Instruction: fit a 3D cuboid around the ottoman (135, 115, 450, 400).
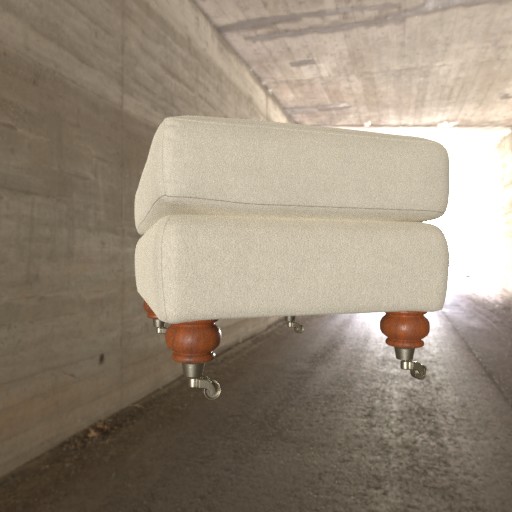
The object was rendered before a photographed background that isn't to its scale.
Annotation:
[{"bbox_3d":[0.000,0.000,1.112,0.569,0.499,0.773,0,-1,-18],"label":"ottoman"}]
